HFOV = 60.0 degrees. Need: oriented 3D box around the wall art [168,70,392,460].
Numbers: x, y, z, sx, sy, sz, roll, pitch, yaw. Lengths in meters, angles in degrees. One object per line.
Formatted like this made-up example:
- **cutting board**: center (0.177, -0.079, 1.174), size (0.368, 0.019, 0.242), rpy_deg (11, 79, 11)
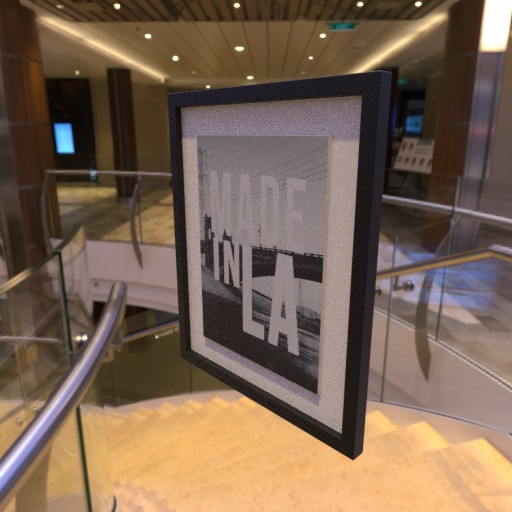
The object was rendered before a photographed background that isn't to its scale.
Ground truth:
- **wall art**: center (0.000, 0.000, 0.773), size (0.028, 0.559, 0.457), rpy_deg (-15, 21, -42)
